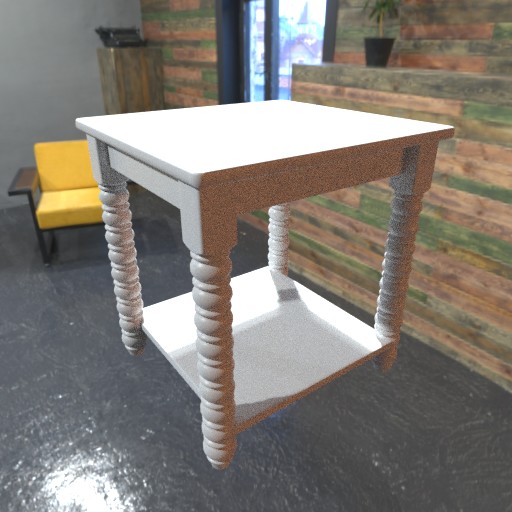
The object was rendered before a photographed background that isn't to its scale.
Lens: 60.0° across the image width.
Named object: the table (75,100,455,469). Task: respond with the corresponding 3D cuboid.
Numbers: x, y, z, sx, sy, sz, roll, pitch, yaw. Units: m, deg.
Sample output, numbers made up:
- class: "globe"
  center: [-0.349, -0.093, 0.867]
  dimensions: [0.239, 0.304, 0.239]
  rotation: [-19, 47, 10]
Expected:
- class: "table"
  center: [0.000, 0.000, 0.961]
  dimensions: [0.533, 0.563, 0.500]
  rotation: [-18, 31, -32]
